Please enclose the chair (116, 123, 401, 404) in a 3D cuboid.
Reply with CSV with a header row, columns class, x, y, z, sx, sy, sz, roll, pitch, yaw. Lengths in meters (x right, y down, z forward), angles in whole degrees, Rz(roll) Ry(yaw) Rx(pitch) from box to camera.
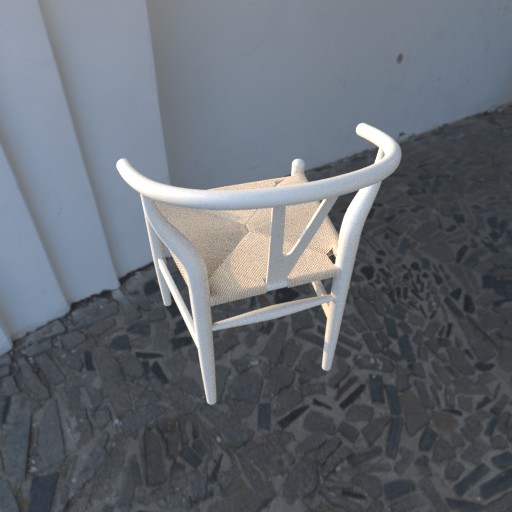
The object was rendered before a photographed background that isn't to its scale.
class,x,y,z,sx,sy,sz,roll,pitch,yaw
chair,0.000,0.000,1.119,0.569,0.730,0.579,-12,42,-14
